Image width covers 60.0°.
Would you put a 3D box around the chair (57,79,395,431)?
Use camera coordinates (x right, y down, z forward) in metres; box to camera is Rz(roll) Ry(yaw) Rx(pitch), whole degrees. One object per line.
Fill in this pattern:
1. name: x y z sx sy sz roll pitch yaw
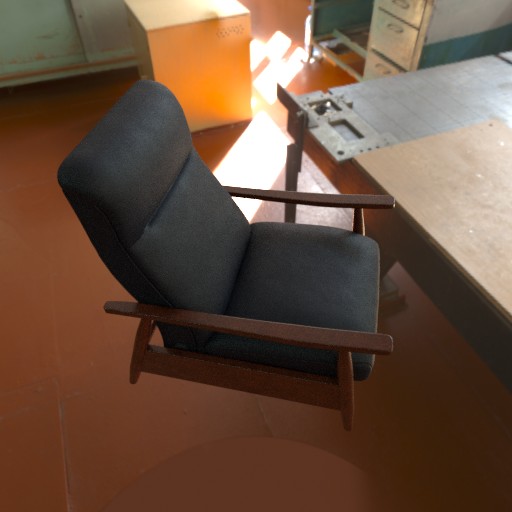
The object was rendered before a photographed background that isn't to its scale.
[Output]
1. chair: 0.000 0.000 1.719 1.014 1.082 0.762 9 47 9
